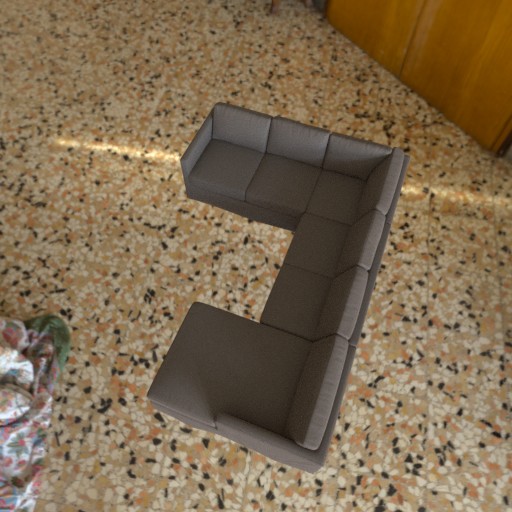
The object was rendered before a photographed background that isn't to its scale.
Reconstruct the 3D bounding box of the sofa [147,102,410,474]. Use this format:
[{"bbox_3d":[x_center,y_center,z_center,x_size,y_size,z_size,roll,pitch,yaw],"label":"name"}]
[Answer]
[{"bbox_3d":[0.000,0.000,4.621,2.427,0.882,3.460,18,61,11],"label":"sofa"}]
